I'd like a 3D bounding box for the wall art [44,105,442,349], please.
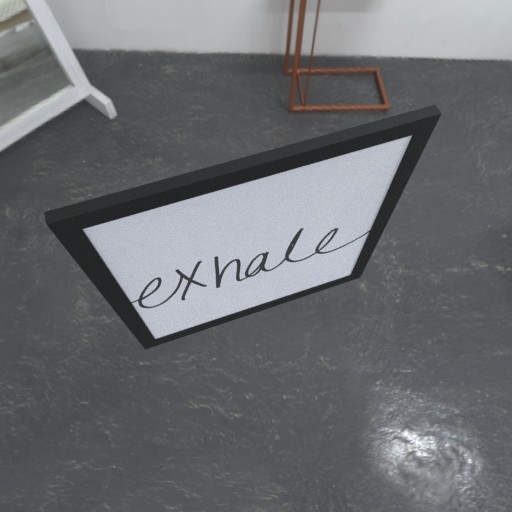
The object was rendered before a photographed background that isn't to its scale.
[{"bbox_3d":[0.000,0.000,0.539,0.358,0.357,0.012,-17,64,-9],"label":"wall art"}]
